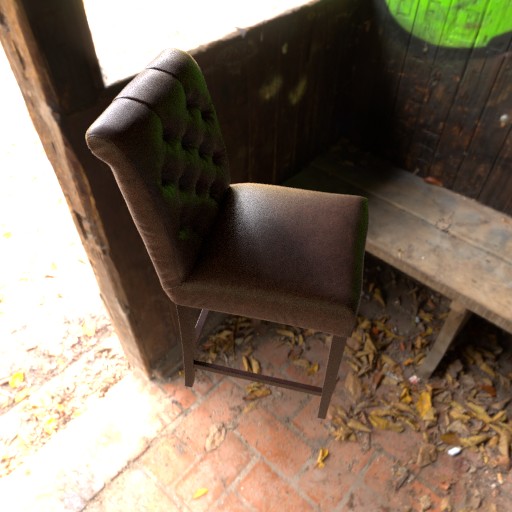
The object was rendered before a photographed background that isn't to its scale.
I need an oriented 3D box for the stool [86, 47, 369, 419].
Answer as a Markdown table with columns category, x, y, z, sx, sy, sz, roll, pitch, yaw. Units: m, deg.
| category | x | y | z | sx | sy | sz | roll | pitch | yaw |
| --- | --- | --- | --- | --- | --- | --- | --- | --- | --- |
| stool | 0.000 | 0.000 | 1.408 | 0.660 | 1.084 | 0.486 | 10 | 48 | 9 |
